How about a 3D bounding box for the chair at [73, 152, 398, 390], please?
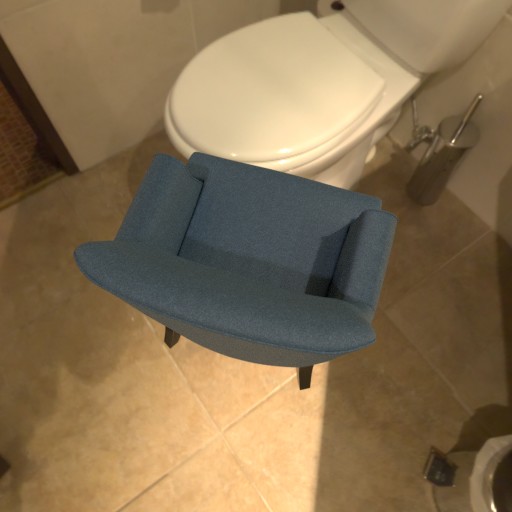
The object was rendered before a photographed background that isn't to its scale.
[{"bbox_3d":[0.000,0.000,1.423,0.770,0.878,0.754,16,66,7],"label":"chair"}]
